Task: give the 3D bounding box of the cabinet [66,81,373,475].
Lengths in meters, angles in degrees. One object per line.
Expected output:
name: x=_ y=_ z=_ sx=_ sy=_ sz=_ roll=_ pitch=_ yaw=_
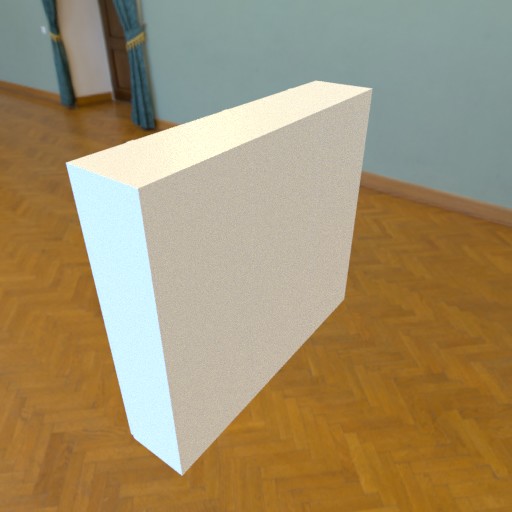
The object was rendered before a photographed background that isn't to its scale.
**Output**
cabinet: x=0.000 y=0.000 z=3.811 sx=0.590 sy=2.370 sz=2.700 roll=22 pitch=38 yaw=30
